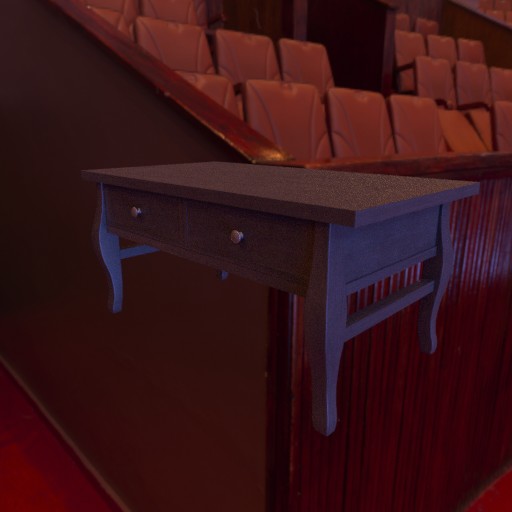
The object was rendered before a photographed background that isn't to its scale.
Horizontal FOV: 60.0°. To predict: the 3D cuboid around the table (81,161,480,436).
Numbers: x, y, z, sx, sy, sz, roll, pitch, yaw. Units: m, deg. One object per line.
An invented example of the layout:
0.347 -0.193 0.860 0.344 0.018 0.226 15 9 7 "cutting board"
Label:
0.000 0.000 1.379 1.062 0.494 0.600 15 22 43 "table"
